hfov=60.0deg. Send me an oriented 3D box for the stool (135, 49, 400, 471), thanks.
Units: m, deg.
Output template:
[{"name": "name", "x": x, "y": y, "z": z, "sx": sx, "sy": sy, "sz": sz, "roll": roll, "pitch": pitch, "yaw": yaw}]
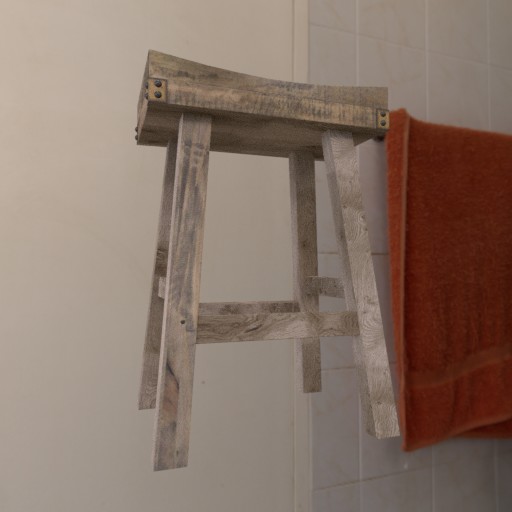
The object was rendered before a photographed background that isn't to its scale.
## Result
[{"name": "stool", "x": 0.000, "y": 0.000, "z": 0.873, "sx": 0.450, "sy": 0.635, "sz": 0.330, "roll": 1, "pitch": -2, "yaw": -19}]
